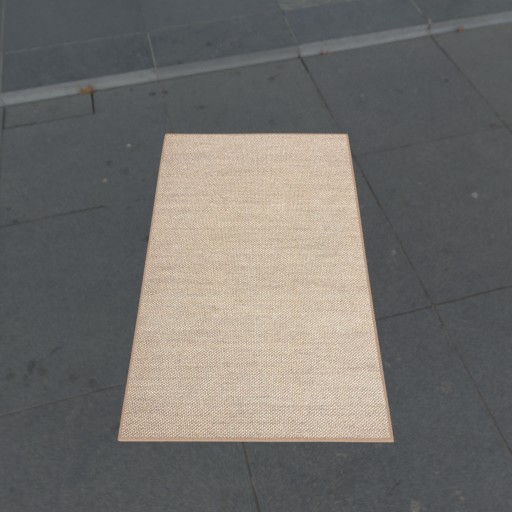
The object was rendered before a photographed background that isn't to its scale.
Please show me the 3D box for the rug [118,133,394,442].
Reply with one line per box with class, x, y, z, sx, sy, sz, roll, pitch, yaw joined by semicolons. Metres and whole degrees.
rug;0.000;0.000;2.131;1.061;0.012;1.668;0;58;0
